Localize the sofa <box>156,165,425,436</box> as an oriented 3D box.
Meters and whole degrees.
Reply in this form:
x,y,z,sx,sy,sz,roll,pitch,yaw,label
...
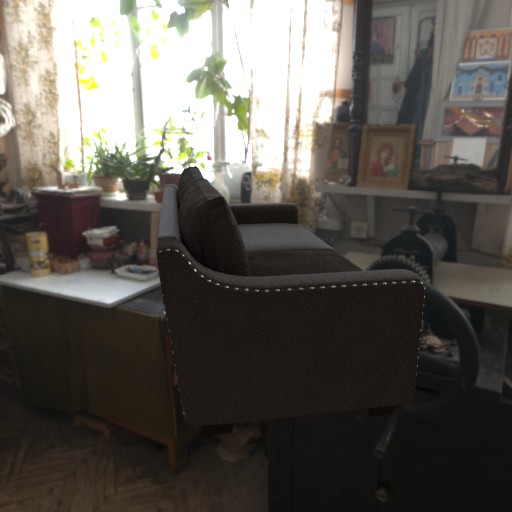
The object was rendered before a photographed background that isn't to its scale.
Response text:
x,y,z,sx,sy,sz,roll,pitch,yaw,label
0.000,0.000,3.304,1.336,1.196,2.550,-3,16,-10,sofa
